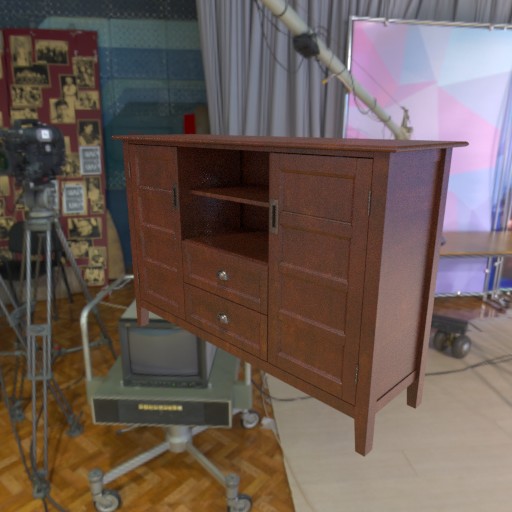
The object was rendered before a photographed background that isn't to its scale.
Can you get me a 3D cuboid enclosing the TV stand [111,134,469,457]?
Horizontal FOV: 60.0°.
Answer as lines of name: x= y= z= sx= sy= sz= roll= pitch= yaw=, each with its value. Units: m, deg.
TV stand: x=0.000 y=0.000 z=1.778 sx=1.372 sy=0.915 sz=0.445 roll=16 pitch=23 yaw=43
